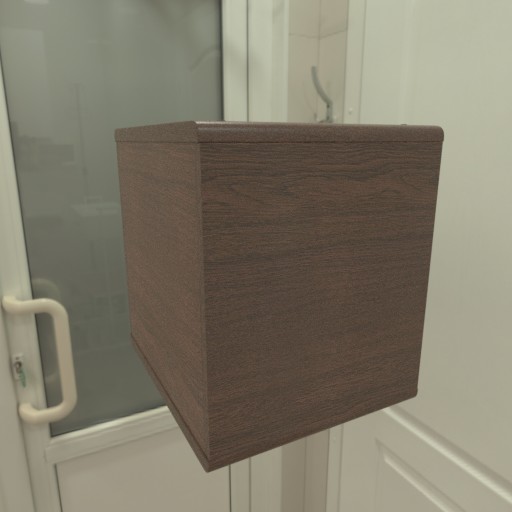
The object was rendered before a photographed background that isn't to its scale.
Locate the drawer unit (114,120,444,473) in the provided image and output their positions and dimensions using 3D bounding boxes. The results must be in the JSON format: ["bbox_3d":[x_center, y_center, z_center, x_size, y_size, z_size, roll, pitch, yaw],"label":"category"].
[{"bbox_3d":[0.000,0.000,0.612,0.290,0.344,0.344,-8,17,-27],"label":"drawer unit"}]
